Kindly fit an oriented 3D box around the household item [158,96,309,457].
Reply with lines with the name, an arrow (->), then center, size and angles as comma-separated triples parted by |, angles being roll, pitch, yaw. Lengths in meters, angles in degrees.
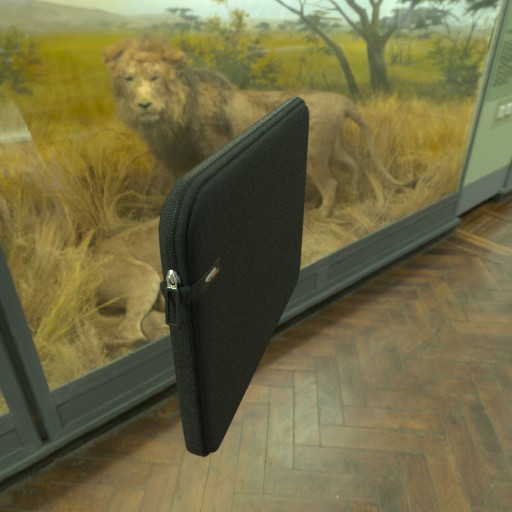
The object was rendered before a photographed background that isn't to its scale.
household item -> 0.000, 0.000, 0.525 | 0.030, 0.305, 0.396 | 10, 32, 16
